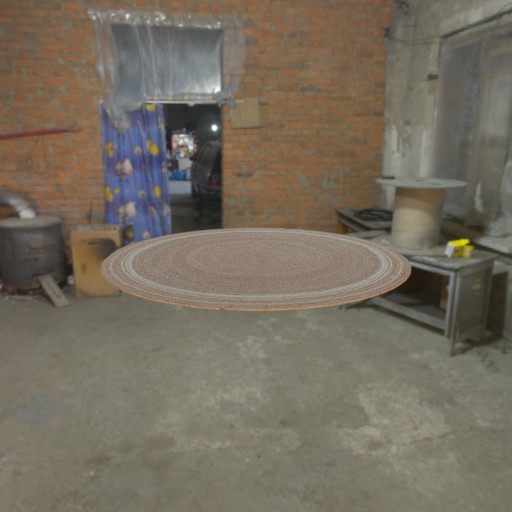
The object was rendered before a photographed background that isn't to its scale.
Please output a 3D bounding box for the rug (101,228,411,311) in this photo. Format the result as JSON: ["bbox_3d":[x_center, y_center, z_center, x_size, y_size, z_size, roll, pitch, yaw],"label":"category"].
[{"bbox_3d":[0.000,0.000,3.684,2.444,0.015,2.444,0,14,0],"label":"rug"}]
